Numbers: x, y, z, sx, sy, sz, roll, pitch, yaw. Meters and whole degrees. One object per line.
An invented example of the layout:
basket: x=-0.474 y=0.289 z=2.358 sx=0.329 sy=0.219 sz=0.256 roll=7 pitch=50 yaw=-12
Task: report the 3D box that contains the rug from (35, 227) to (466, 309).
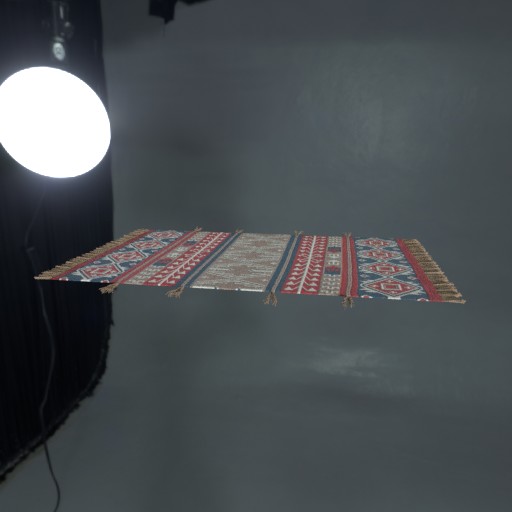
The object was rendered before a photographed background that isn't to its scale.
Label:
rug: x=0.000 y=0.000 z=2.603 sx=2.025 sy=0.040 sz=1.469 roll=3 pitch=15 yaw=10
